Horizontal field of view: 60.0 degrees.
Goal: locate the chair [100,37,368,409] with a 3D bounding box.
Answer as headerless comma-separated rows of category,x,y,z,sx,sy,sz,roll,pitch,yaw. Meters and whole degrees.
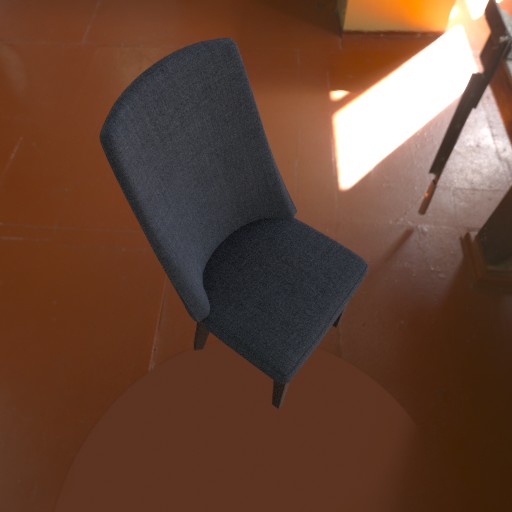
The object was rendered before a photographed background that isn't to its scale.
chair,0.000,0.000,1.329,0.577,1.050,0.510,33,64,19
